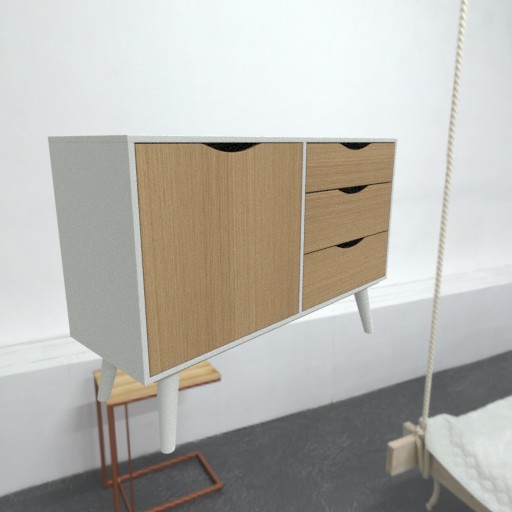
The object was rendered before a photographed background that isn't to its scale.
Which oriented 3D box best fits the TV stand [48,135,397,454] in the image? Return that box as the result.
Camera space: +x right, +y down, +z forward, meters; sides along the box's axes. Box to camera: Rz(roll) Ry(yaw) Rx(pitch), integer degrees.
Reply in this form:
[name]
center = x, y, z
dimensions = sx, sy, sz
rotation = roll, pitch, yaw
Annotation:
[TV stand]
center = 0.000, 0.000, 1.571
dimensions = 0.406, 0.812, 1.193
rotation = 13, 20, 42
